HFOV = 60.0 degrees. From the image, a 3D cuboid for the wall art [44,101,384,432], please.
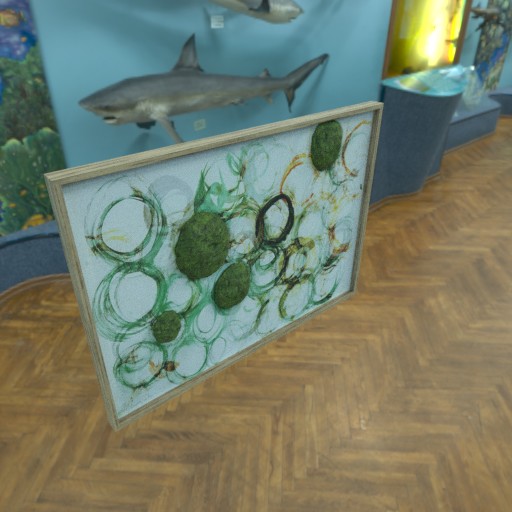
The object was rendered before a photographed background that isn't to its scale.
[{"bbox_3d":[0.000,0.000,1.085,0.841,0.609,0.063,-23,38,-33],"label":"wall art"}]
